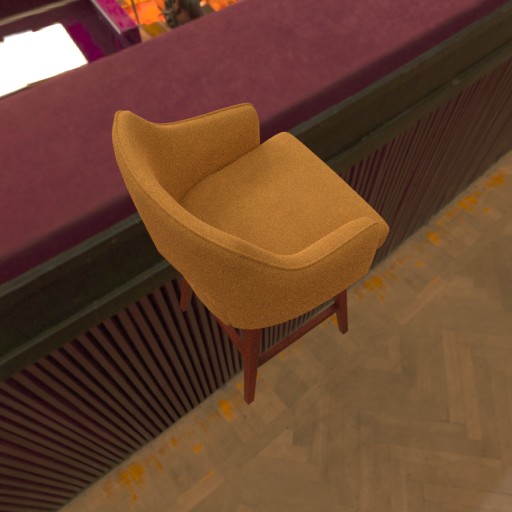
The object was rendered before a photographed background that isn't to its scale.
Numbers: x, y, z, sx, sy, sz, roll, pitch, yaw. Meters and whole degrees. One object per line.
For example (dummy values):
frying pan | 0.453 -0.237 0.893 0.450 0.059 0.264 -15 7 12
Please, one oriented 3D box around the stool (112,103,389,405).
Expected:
stool | 0.000 0.000 1.310 0.558 1.012 0.548 -32 64 -18
